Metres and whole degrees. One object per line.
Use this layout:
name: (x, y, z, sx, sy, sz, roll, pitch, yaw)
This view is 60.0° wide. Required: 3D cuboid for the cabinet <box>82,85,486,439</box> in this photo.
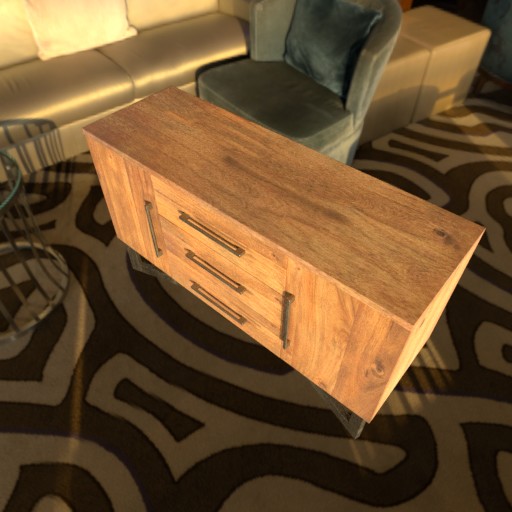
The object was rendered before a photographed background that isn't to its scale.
cabinet: (0.000, 0.000, 1.782, 1.373, 0.812, 0.480, 32, 55, 26)
